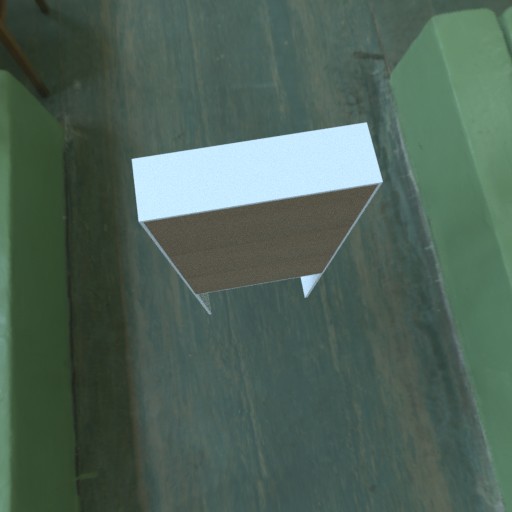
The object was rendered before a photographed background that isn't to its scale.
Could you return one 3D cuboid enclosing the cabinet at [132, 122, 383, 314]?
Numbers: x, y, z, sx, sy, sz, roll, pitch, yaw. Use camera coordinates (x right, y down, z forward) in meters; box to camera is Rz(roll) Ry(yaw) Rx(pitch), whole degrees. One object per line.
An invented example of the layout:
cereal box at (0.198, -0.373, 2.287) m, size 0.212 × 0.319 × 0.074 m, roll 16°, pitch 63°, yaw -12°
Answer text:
cabinet at (0.000, 0.000, 2.026) m, size 0.643 × 1.770 × 0.192 m, roll -10°, pitch 75°, yaw -3°
